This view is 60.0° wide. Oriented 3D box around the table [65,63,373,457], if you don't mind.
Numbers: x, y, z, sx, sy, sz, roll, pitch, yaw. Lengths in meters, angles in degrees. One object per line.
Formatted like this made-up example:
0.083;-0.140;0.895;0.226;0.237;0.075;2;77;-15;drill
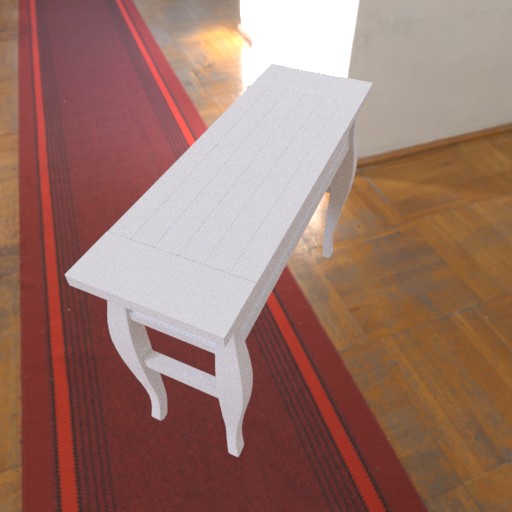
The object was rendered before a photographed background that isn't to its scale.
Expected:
0.000;0.000;1.440;0.373;0.768;1.062;18;50;16;table
